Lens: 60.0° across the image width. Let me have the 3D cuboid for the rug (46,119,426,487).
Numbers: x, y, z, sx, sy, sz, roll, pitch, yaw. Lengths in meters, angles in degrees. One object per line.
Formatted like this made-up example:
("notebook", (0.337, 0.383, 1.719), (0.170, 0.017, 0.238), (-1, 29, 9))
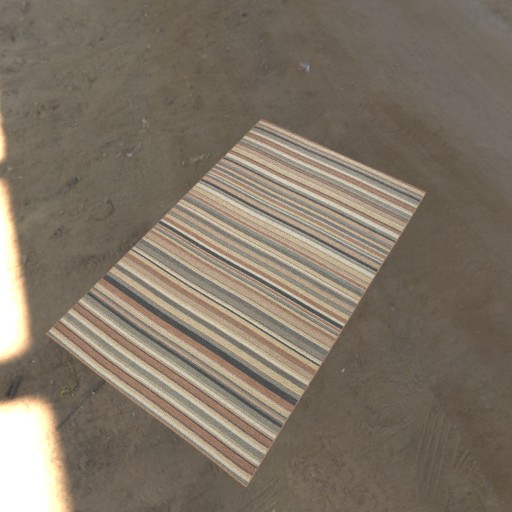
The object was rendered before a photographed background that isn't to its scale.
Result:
("rug", (0.000, 0.000, 3.087), (1.523, 0.014, 2.438), (29, 61, 18))
